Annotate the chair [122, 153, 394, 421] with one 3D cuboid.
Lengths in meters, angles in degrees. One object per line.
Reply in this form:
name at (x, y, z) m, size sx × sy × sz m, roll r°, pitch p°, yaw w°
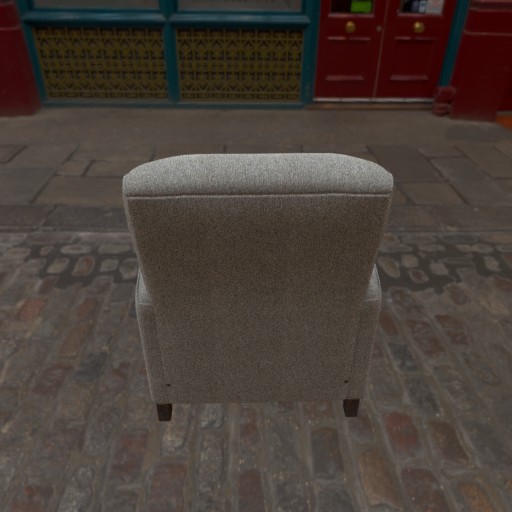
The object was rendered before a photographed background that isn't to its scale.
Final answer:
chair at (0.000, 0.000, 1.689) m, size 0.841 × 1.028 × 0.858 m, roll -1°, pitch 32°, yaw -2°
